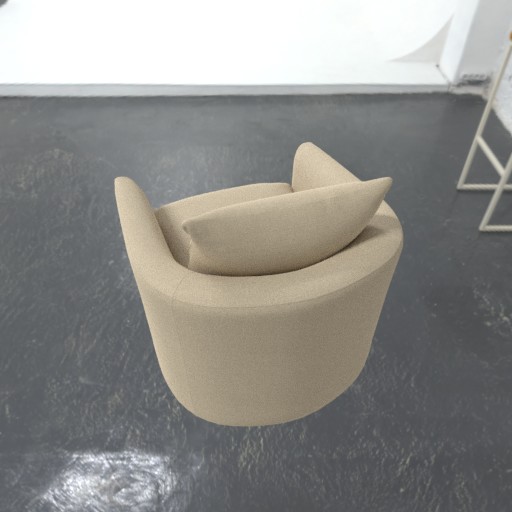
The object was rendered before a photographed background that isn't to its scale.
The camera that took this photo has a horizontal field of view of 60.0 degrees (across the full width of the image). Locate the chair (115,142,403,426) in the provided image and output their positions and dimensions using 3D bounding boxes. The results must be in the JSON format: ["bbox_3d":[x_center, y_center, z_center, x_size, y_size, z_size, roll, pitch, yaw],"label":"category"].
[{"bbox_3d":[0.000,0.000,1.575,0.845,0.848,0.910,-14,45,-14],"label":"chair"}]
